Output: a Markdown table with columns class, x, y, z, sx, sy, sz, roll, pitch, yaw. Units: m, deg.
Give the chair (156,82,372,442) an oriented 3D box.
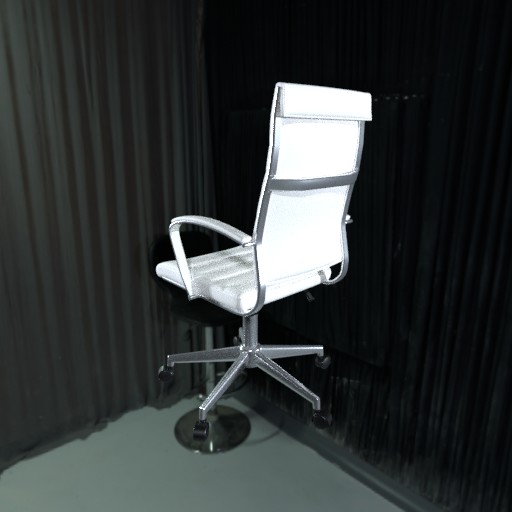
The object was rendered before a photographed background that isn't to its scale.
| class | x | y | z | sx | sy | sz | roll | pitch | yaw |
| --- | --- | --- | --- | --- | --- | --- | --- | --- | --- |
| chair | 0.000 | 0.000 | 1.676 | 0.766 | 1.149 | 0.739 | -14 | 21 | -43 |
